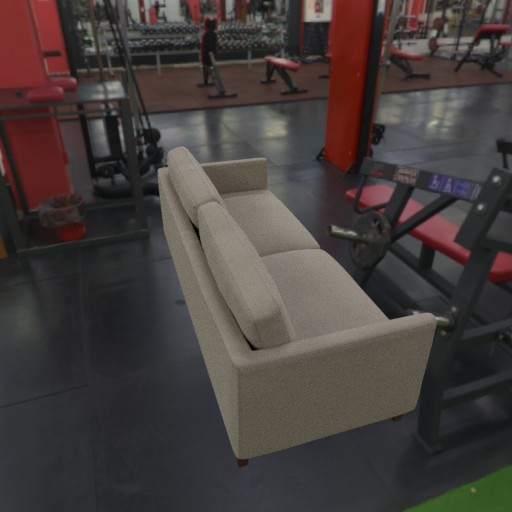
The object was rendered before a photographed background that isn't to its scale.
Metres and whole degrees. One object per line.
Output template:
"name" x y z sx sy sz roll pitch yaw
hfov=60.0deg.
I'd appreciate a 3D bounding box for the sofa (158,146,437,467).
"sofa" 0.000 0.000 2.925 0.988 0.912 2.404 -9 32 -15
